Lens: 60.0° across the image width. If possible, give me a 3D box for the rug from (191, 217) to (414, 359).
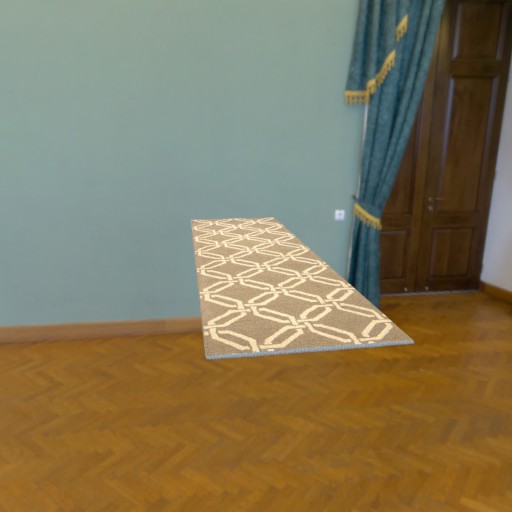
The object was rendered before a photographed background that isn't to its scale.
[{"bbox_3d":[0.000,0.000,2.476,0.678,0.014,2.276,-2,15,-9],"label":"rug"}]
